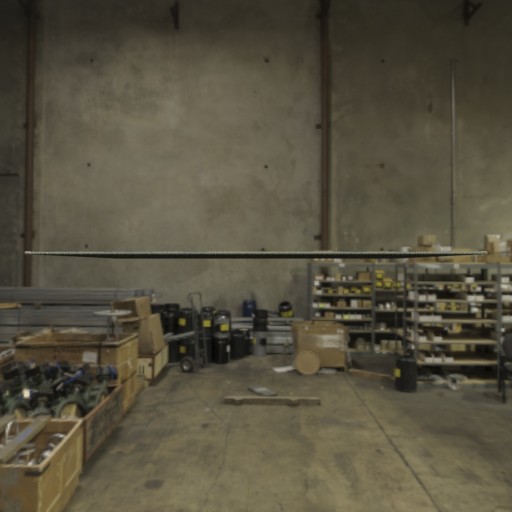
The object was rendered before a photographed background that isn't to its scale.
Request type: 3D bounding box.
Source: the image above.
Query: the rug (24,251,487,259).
[{"bbox_3d":[0.000,0.000,3.088,2.438,0.015,1.518,0,-1,1],"label":"rug"}]
